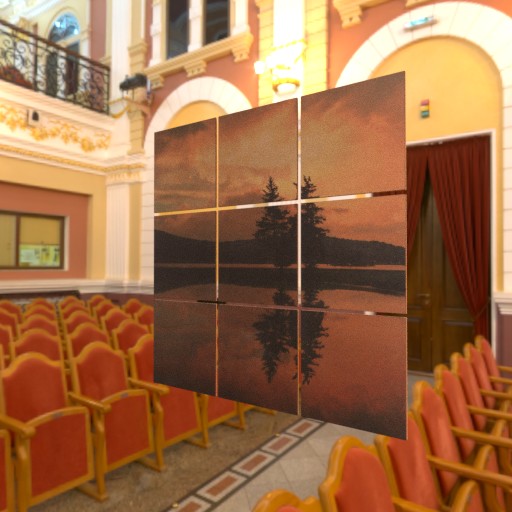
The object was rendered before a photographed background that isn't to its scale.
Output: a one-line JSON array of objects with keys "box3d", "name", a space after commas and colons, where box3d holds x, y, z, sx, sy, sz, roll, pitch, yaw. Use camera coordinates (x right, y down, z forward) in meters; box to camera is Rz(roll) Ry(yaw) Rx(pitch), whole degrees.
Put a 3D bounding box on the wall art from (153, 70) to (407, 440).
[{"box3d": [0.000, 0.000, 2.271, 1.520, 1.525, 0.013, -1, -1, 35], "name": "wall art"}]
